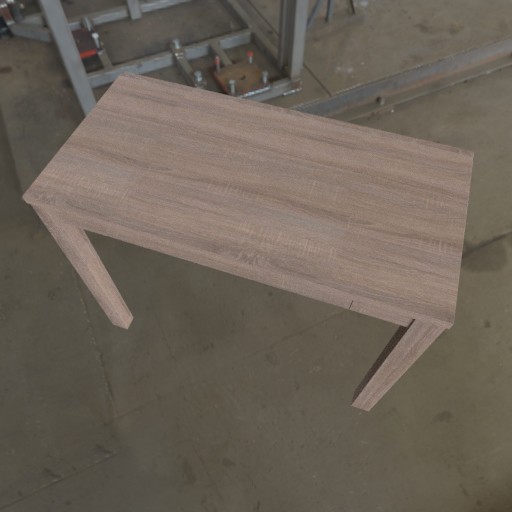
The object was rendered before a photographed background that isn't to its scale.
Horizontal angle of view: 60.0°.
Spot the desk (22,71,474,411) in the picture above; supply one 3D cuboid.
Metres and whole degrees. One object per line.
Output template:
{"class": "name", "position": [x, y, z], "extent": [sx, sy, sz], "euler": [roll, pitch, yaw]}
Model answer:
{"class": "desk", "position": [0.000, 0.000, 1.401], "extent": [0.991, 0.762, 0.495], "euler": [16, 59, 10]}
